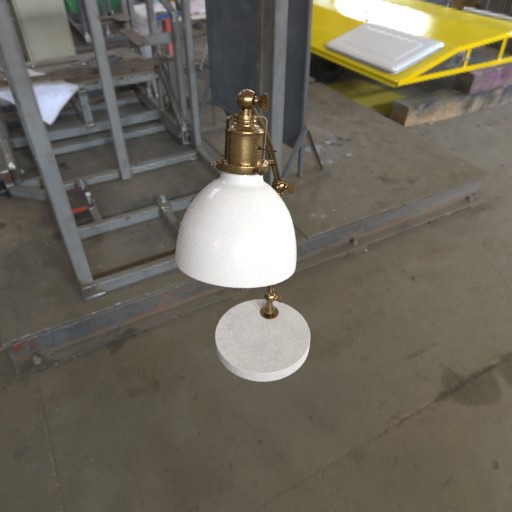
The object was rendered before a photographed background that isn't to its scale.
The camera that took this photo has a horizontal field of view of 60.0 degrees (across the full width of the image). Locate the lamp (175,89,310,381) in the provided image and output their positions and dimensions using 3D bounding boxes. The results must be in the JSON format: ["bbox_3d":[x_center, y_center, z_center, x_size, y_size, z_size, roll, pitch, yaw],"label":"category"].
[{"bbox_3d":[0.000,0.000,0.678,0.186,0.522,0.317,10,41,12],"label":"lamp"}]
